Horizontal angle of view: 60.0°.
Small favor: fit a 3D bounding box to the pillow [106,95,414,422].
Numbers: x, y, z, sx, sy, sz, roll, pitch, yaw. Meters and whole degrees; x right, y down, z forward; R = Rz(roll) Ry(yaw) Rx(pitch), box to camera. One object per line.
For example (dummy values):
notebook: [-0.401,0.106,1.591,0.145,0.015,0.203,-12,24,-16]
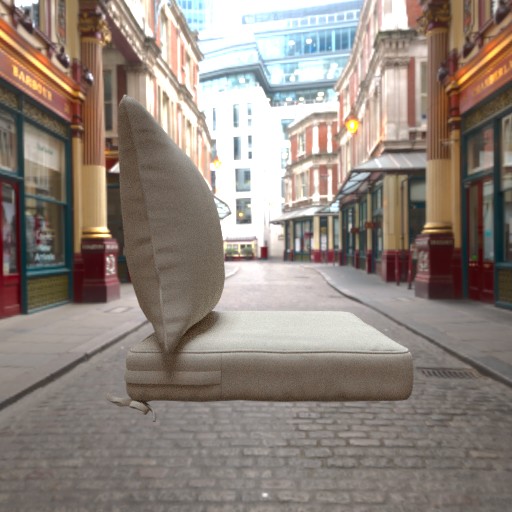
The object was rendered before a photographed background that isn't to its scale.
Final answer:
pillow: [0.000,0.000,1.333,0.733,0.716,0.798,0,0,1]
